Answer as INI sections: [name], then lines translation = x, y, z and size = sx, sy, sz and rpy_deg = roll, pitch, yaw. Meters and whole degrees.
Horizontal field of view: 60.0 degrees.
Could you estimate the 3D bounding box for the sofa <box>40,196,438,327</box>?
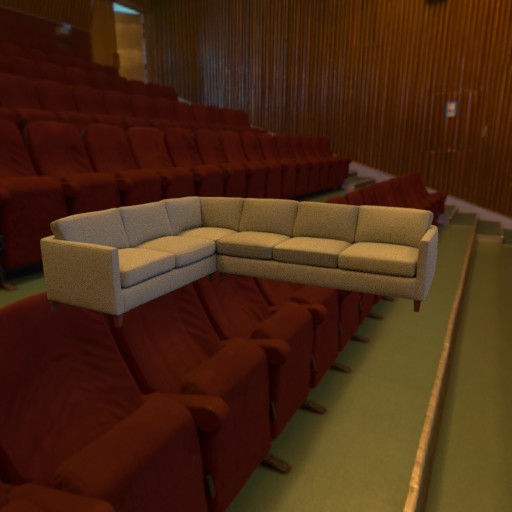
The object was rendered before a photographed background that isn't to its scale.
[sofa]
translation = 0.000, 0.000, 4.580
size = 3.301, 0.947, 2.592
rpy_deg = 7, 15, 26
